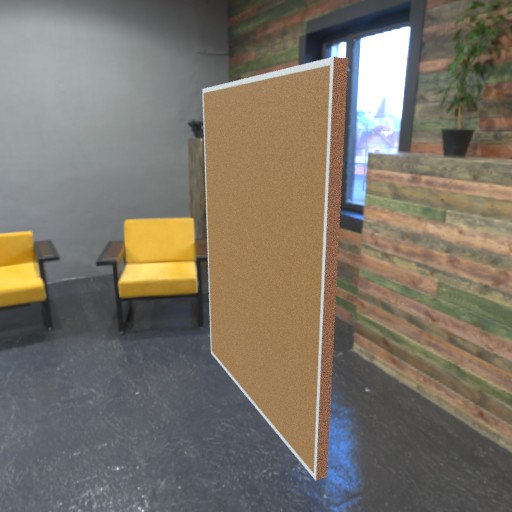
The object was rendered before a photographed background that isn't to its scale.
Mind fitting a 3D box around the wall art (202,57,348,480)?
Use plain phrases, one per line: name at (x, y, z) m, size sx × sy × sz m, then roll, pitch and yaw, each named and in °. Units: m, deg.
wall art at (0.000, 0.000, 1.398) m, size 0.039 × 1.050 × 0.795 m, roll -8°, pitch 17°, yaw -25°
